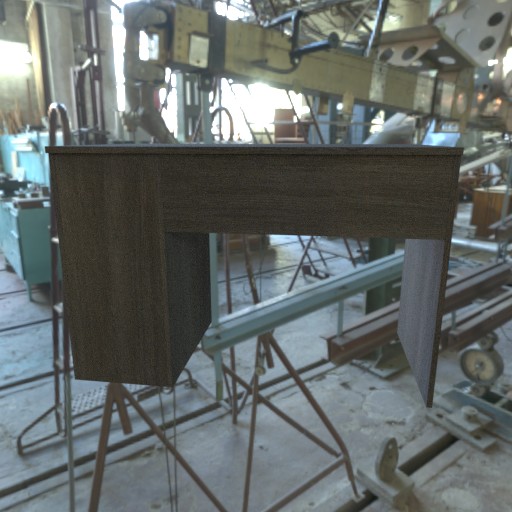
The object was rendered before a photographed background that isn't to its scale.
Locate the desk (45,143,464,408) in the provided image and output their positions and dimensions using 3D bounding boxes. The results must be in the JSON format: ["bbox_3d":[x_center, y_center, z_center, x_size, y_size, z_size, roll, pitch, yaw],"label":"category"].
[{"bbox_3d":[0.000,0.000,1.504,1.096,0.730,0.560,2,15,8],"label":"desk"}]
